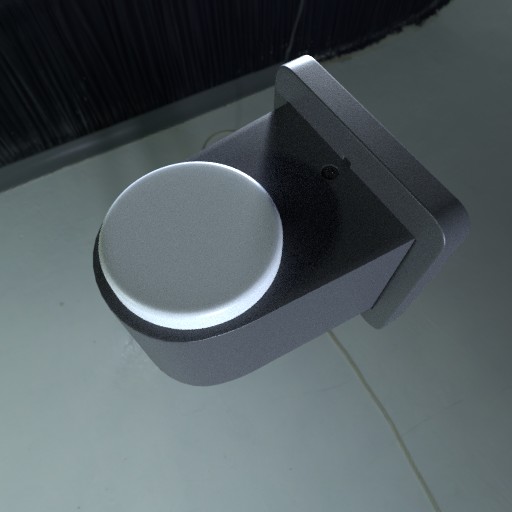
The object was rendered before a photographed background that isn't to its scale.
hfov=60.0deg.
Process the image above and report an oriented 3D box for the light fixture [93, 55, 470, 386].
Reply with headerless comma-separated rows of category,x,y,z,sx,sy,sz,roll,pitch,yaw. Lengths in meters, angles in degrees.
light fixture,0.000,0.000,0.208,0.132,0.109,0.109,-30,66,-14
